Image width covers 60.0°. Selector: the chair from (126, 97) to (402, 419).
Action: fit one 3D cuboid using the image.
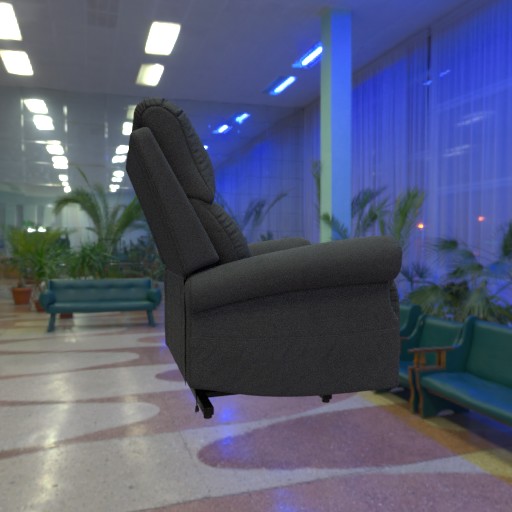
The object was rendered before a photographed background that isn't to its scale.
[{"bbox_3d":[0.000,0.000,1.771,0.979,1.031,0.871,-1,2,-18],"label":"chair"}]
